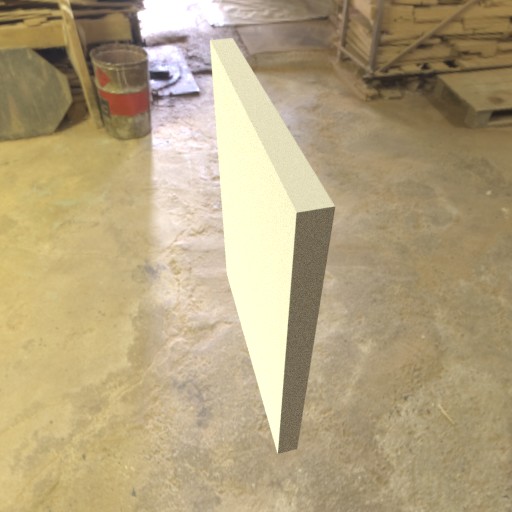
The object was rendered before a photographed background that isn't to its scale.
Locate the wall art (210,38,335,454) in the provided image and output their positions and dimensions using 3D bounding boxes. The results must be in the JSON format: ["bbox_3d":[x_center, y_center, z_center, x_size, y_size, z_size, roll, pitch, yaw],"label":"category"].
[{"bbox_3d":[0.000,0.000,0.755,0.039,0.553,0.451,-10,46,-10],"label":"wall art"}]
